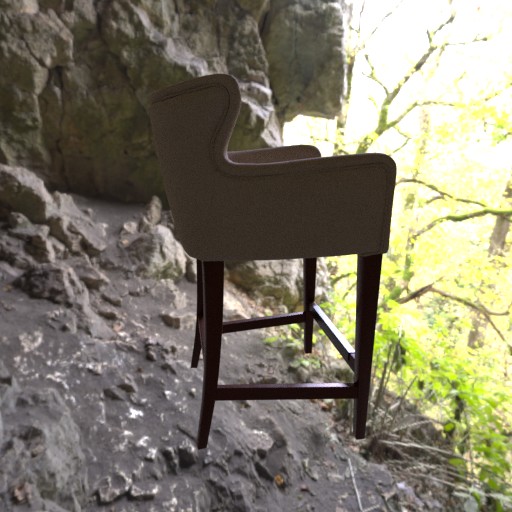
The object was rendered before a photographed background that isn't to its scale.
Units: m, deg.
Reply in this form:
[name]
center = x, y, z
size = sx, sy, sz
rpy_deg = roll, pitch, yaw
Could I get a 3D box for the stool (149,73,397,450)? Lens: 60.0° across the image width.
[stool]
center = 0.000, 0.000, 1.326
size = 0.570, 0.951, 0.601
rpy_deg = -3, 16, -10
